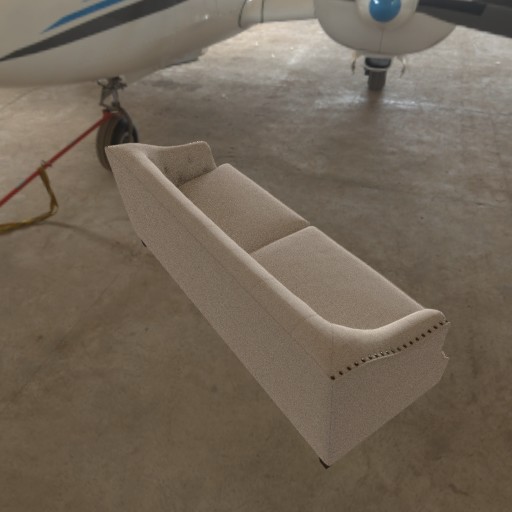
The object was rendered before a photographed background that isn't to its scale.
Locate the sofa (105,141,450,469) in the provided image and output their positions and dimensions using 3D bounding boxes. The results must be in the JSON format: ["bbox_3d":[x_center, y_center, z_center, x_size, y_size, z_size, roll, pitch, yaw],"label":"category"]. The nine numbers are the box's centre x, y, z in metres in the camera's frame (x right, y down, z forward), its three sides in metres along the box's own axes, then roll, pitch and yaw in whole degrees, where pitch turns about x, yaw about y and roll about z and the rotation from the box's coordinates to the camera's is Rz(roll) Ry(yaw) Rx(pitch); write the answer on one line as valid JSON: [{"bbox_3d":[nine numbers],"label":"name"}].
[{"bbox_3d":[0.000,0.000,2.697,0.914,0.901,2.235,-24,45,-26],"label":"sofa"}]
